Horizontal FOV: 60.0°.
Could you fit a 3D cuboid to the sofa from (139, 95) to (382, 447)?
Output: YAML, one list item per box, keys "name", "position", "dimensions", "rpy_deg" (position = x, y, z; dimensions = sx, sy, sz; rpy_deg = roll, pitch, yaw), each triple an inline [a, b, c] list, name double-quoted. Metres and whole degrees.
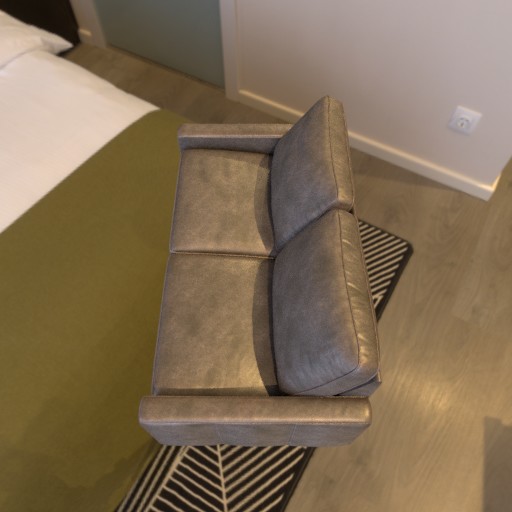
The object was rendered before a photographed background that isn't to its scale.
- name: "sofa"
  position: [0.000, 0.000, 2.290]
  dimensions: [0.939, 0.916, 1.732]
  rpy_deg: [0, 58, 0]
